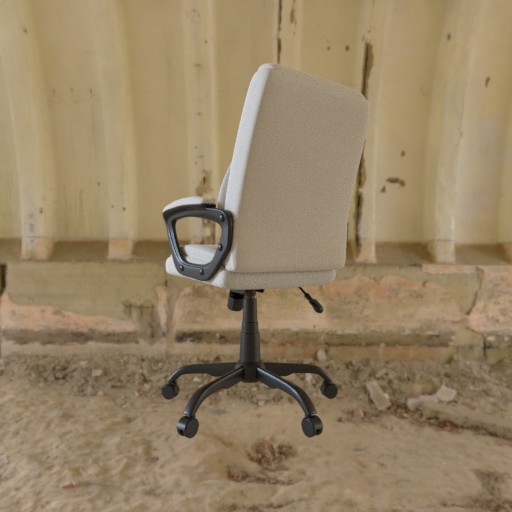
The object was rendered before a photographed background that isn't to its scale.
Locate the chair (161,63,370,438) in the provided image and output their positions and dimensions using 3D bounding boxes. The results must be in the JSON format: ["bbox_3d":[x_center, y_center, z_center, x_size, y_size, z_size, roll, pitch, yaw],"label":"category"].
[{"bbox_3d":[0.000,0.000,1.536,0.663,1.065,0.669,0,0,-37],"label":"chair"}]
